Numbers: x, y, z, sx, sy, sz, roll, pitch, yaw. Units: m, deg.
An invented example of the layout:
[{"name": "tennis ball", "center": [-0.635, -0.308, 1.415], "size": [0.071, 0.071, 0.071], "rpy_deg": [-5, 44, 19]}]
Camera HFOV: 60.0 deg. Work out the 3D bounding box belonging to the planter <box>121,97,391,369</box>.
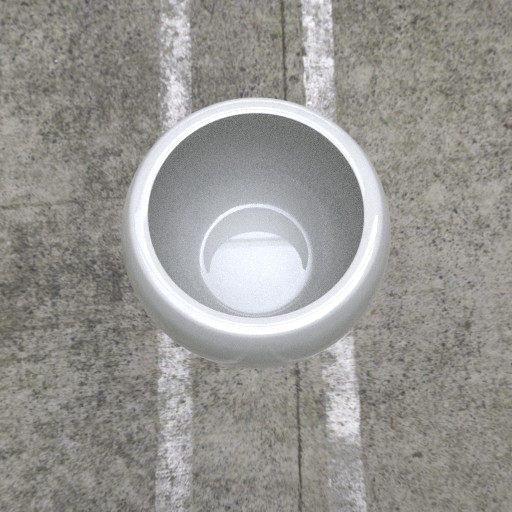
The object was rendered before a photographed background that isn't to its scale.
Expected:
[{"name": "planter", "center": [0.000, 0.000, 0.450], "size": [0.222, 0.278, 0.222], "rpy_deg": [0, 76, 0]}]
